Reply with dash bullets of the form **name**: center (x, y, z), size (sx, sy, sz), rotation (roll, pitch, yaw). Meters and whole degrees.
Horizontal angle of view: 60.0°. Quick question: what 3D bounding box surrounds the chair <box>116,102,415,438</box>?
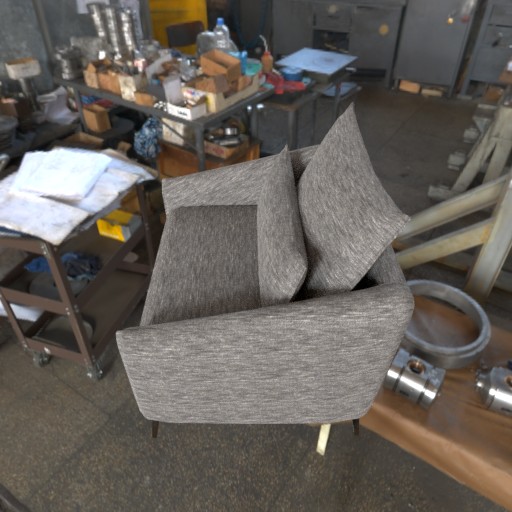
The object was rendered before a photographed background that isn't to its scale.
- **chair**: center (0.000, 0.000, 1.607), size (0.805, 0.842, 1.004), rotation (0, 39, -1)
